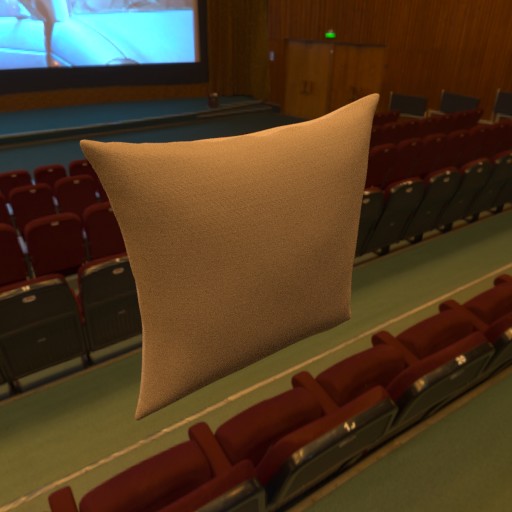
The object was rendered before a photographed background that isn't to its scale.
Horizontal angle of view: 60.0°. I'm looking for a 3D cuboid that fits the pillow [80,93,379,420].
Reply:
[{"bbox_3d":[0.000,0.000,0.777,0.512,0.497,0.204,-18,35,-28],"label":"pillow"}]
